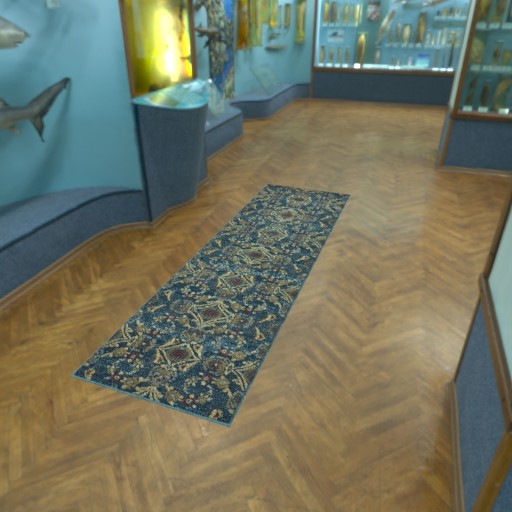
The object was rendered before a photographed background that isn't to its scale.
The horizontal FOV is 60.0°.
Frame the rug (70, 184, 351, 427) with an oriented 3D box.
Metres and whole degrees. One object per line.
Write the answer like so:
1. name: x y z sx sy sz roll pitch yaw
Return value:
1. rug: 0.000 0.000 2.554 0.685 0.014 2.292 11 31 18
